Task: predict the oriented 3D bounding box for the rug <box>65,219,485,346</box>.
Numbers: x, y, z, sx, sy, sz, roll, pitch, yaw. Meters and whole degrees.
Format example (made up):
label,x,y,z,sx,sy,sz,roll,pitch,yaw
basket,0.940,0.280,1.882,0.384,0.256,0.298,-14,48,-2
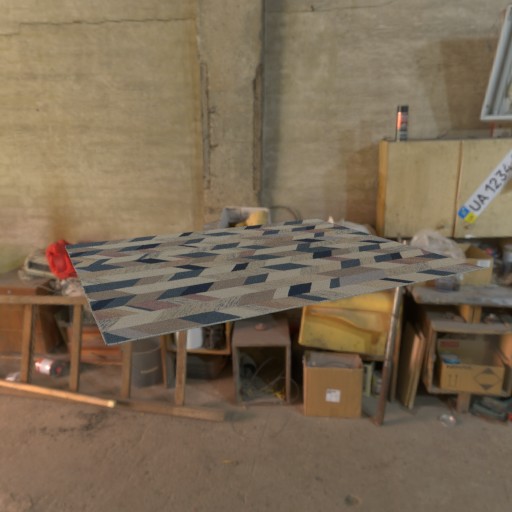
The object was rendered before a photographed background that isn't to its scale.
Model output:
label,x,y,z,sx,sy,sz,roll,pitch,yaw
rug,0.000,0.000,4.090,3.072,0.011,2.451,-8,18,-26
